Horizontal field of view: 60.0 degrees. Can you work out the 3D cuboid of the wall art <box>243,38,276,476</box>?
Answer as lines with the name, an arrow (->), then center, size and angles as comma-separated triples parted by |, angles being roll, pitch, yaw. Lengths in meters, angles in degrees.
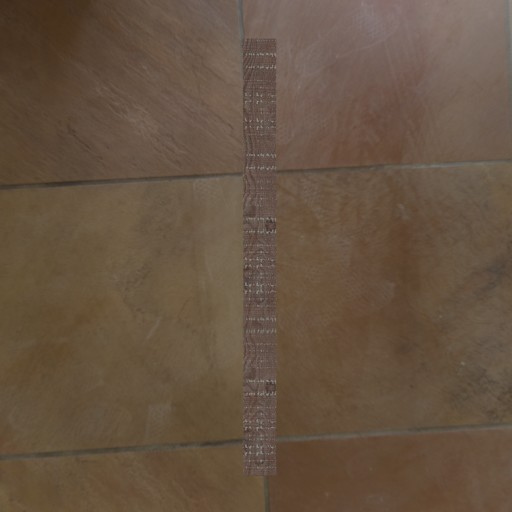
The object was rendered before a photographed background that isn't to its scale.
wall art -> 0.000, 0.000, 0.803 | 0.040, 0.531, 0.531 | 0, 91, -1
